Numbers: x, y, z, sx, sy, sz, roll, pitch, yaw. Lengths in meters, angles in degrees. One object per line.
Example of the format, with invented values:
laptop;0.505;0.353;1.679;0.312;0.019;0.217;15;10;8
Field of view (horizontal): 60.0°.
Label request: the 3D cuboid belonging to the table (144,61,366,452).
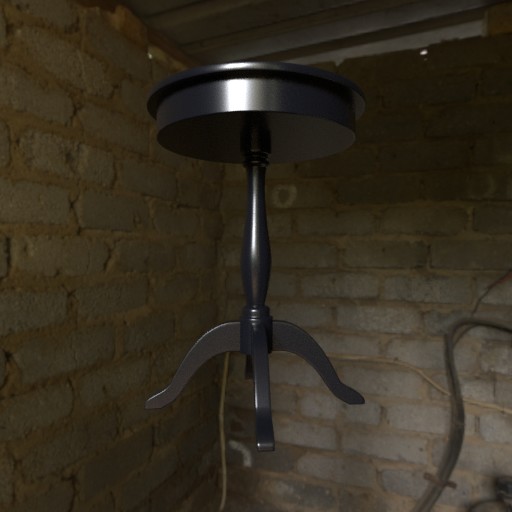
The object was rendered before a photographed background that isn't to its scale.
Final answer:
table;0.000;0.000;0.992;0.481;0.665;0.481;0;0;0
